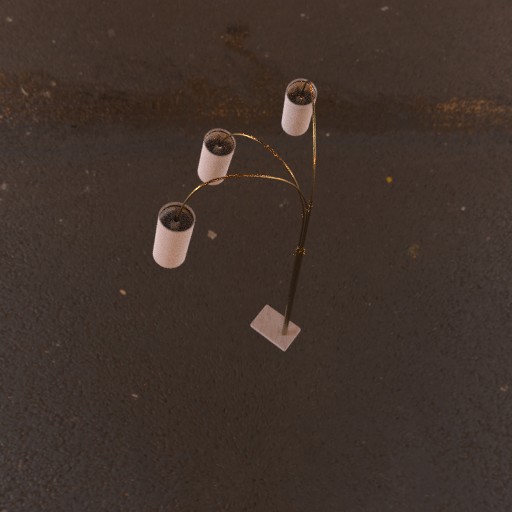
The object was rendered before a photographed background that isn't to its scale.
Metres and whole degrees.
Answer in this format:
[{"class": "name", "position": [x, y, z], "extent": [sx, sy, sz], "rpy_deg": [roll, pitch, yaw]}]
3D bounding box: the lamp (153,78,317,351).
[{"class": "lamp", "position": [0.000, 0.000, 2.474], "extent": [0.667, 2.055, 1.020], "rpy_deg": [35, 68, 16]}]
